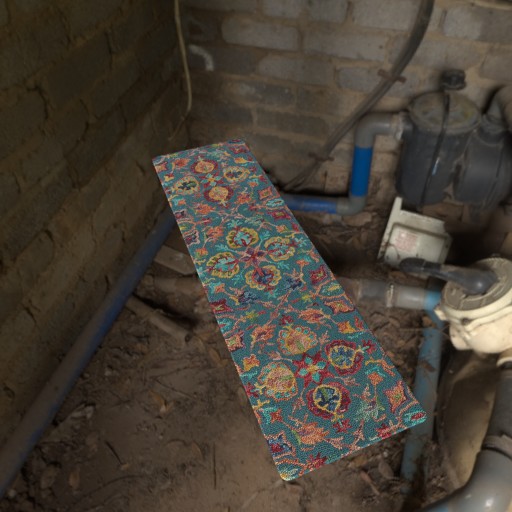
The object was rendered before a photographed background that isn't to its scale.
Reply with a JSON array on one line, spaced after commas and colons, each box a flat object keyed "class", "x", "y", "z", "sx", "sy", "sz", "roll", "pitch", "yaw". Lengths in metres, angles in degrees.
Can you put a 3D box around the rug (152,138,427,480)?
[{"class": "rug", "x": 0.000, "y": 0.000, "z": 2.519, "sx": 0.686, "sy": 0.013, "sz": 2.286, "roll": -17, "pitch": 50, "yaw": -14}]
